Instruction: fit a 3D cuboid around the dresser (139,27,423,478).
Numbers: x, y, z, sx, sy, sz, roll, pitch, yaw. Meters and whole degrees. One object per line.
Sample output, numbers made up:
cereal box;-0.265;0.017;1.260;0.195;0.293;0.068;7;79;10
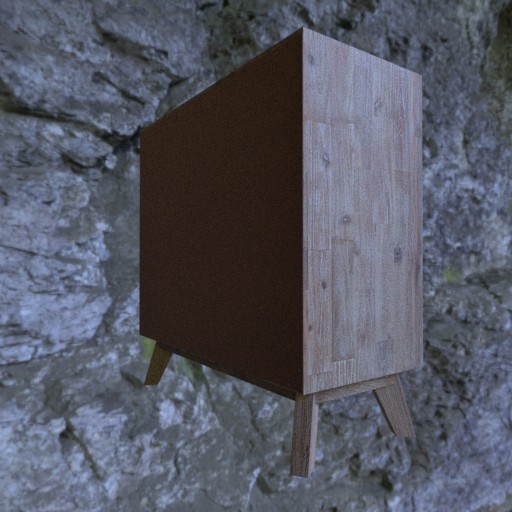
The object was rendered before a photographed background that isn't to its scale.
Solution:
dresser;0.000;0.000;1.536;0.455;1.029;0.998;0;-1;-36
